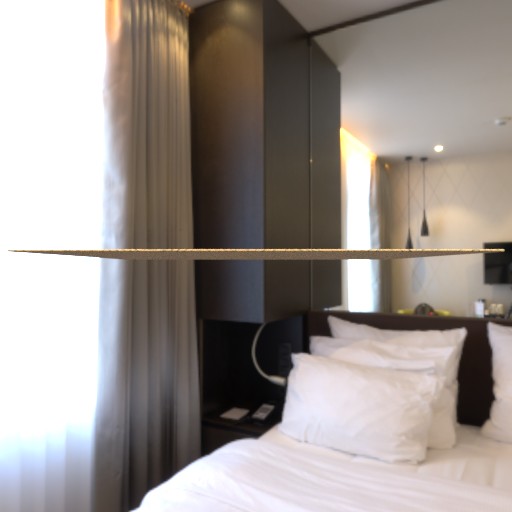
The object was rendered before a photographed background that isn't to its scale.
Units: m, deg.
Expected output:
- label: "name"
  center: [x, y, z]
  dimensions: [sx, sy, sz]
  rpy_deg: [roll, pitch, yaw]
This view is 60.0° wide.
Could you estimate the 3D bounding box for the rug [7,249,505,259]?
- label: "rug"
  center: [0.000, 0.000, 3.935]
  dimensions: [3.049, 0.015, 2.457]
  rpy_deg: [0, -2, 0]
